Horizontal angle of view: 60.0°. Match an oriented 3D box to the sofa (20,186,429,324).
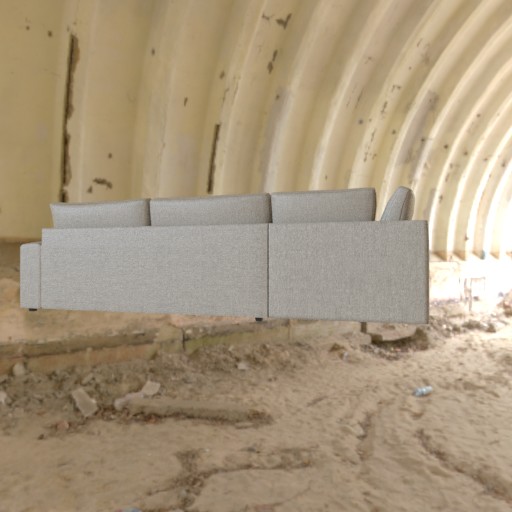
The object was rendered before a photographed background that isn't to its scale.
[{"bbox_3d":[0.000,0.000,4.029,2.742,0.800,2.622,0,0,17],"label":"sofa"}]
